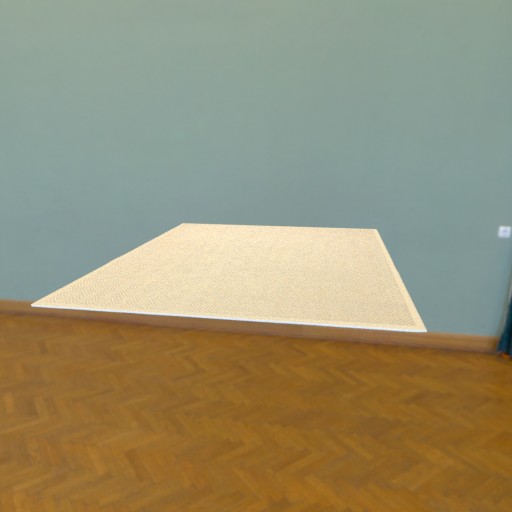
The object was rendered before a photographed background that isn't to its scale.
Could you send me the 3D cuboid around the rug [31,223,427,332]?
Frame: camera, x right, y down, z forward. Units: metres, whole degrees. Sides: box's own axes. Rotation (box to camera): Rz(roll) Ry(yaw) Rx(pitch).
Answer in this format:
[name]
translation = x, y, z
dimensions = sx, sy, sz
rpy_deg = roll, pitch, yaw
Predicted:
[rug]
translation = 0.000, 0.000, 4.062
dimensions = 2.423, 0.019, 3.009
rpy_deg = 2, 15, 9
